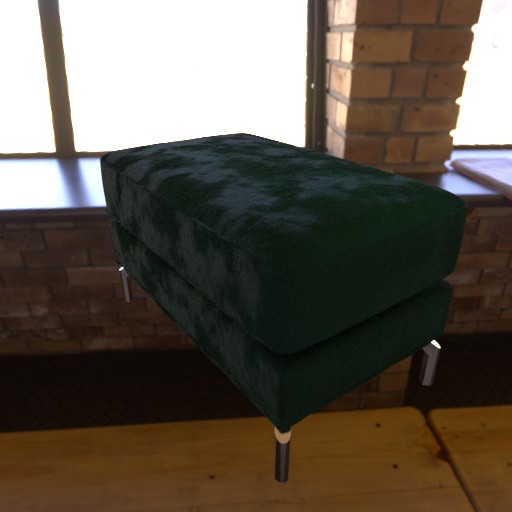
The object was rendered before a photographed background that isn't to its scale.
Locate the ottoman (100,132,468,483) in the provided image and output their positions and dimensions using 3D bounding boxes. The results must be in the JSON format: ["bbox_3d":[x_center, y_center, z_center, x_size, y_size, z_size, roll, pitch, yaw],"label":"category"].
[{"bbox_3d":[0.000,0.000,1.218,0.536,0.533,0.886,-18,32,-32],"label":"ottoman"}]
